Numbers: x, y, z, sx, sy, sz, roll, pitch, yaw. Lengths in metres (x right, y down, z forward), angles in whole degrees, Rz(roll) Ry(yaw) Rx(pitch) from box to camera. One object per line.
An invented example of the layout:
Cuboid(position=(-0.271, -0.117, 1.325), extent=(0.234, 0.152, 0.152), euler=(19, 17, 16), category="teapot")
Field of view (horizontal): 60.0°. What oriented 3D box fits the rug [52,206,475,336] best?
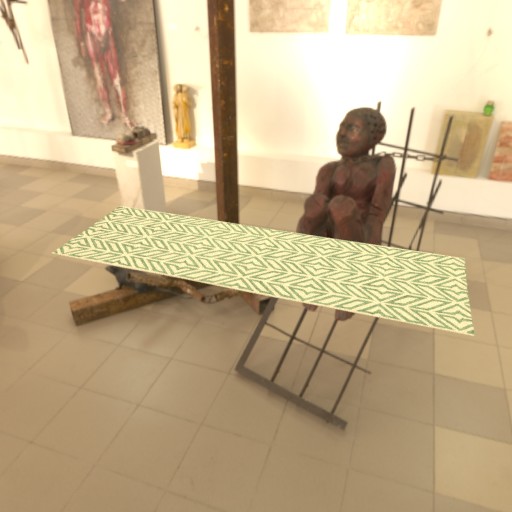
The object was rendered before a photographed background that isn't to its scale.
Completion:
Cuboid(position=(0.000, 0.000, 2.734), extent=(2.435, 0.009, 0.750), euler=(10, 32, 16), category="rug")
